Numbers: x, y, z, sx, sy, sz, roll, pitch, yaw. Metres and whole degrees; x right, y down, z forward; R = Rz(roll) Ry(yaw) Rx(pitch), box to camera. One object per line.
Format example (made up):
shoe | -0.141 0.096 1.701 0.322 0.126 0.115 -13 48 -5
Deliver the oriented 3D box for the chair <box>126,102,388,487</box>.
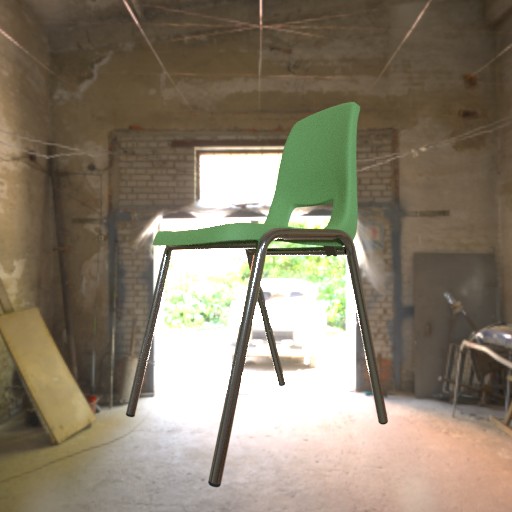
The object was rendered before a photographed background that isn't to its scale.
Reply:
chair | 0.000 0.000 0.945 0.436 0.704 0.381 0 0 -36
